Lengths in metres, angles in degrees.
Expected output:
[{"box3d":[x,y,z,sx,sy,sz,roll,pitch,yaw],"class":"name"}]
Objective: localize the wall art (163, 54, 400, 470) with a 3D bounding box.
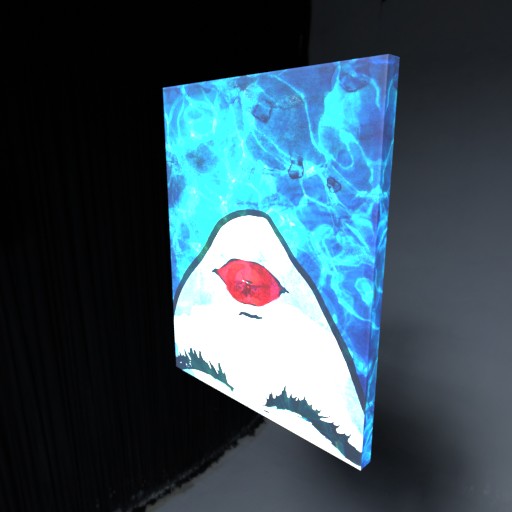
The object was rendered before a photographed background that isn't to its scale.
[{"box3d":[0.000,0.000,1.000,0.609,0.760,0.038,13,19,42],"class":"wall art"}]
